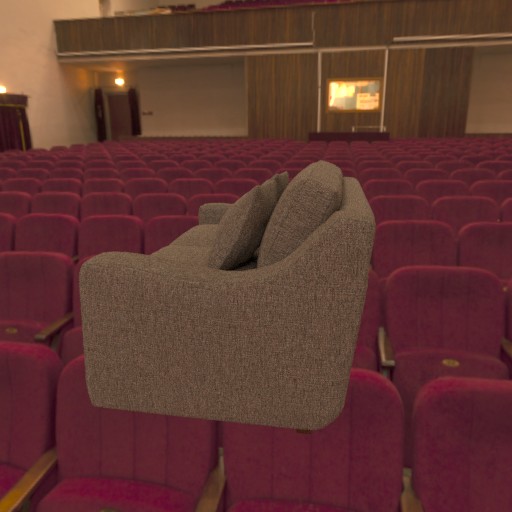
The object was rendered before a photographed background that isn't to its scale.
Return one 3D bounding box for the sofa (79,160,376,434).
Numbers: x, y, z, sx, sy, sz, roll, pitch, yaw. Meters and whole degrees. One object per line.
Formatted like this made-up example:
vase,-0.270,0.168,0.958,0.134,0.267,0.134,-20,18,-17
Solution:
sofa,0.000,0.000,2.436,1.120,0.991,1.778,3,15,10
